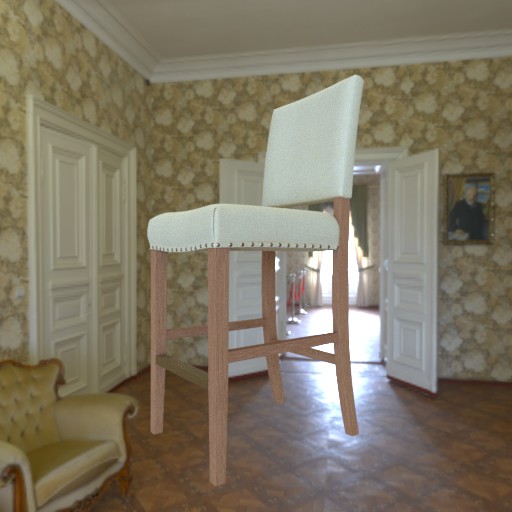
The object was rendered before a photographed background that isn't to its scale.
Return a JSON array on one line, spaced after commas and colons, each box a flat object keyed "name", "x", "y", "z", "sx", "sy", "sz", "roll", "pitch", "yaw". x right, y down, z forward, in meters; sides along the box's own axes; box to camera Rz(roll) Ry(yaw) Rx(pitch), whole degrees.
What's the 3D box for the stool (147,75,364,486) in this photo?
[{"name": "stool", "x": 0.000, "y": 0.000, "z": 1.460, "sx": 0.584, "sy": 1.168, "sz": 0.445, "roll": 0, "pitch": 0, "yaw": -35}]
